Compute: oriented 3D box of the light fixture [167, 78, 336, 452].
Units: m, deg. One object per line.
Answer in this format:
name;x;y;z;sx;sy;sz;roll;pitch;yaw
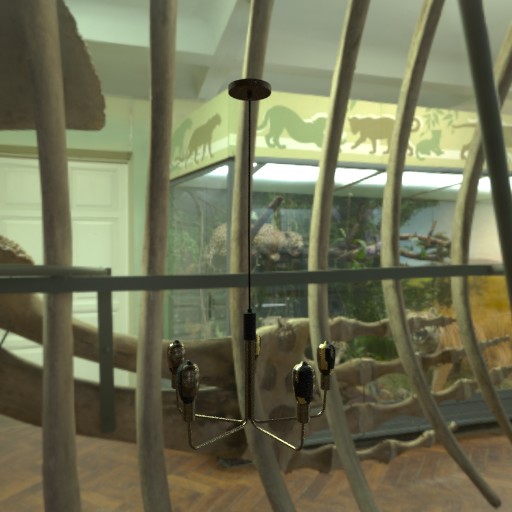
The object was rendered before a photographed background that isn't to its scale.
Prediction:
light fixture;0.000;0.000;1.409;0.532;1.059;0.588;0;0;-16
